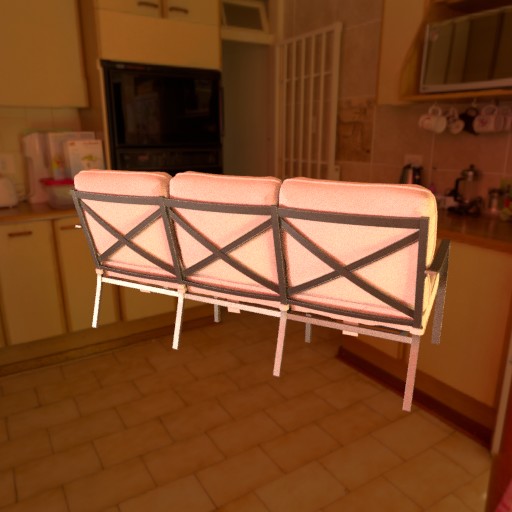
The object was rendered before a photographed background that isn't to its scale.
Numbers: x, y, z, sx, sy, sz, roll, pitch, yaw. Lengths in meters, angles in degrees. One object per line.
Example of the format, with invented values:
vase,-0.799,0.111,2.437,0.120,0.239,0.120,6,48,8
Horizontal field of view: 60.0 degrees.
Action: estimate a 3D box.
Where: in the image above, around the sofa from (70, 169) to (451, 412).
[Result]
sofa,0.000,0.000,2.224,1.740,0.860,0.787,8,17,26
